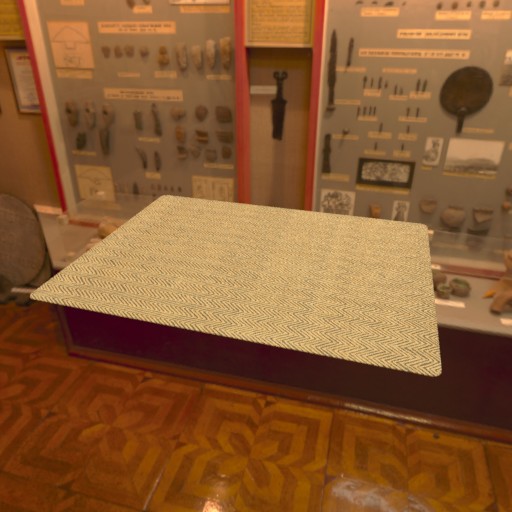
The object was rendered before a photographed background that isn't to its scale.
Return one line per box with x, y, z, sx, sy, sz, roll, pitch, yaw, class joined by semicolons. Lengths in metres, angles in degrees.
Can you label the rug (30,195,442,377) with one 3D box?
0.000;0.000;4.256;3.207;0.014;2.439;8;30;14;rug
